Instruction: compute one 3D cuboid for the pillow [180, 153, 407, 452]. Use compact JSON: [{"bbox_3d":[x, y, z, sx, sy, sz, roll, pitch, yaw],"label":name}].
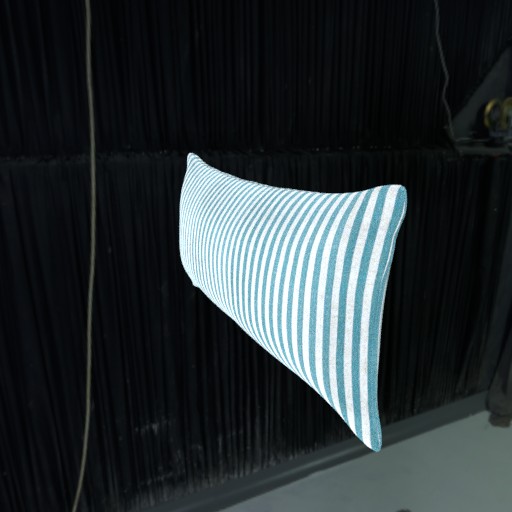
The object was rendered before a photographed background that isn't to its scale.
[{"bbox_3d":[0.000,0.000,0.713,0.151,0.295,0.617,-8,18,-26],"label":"pillow"}]
